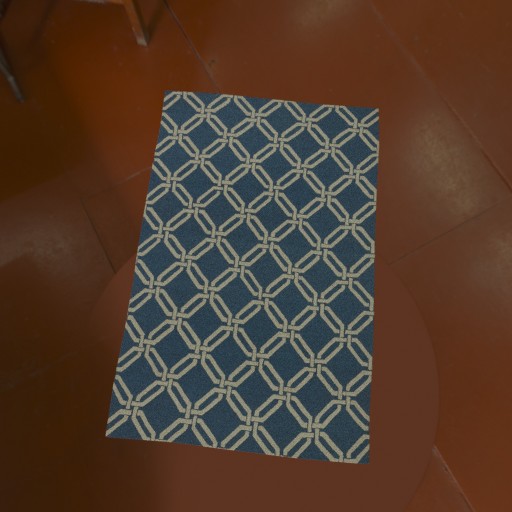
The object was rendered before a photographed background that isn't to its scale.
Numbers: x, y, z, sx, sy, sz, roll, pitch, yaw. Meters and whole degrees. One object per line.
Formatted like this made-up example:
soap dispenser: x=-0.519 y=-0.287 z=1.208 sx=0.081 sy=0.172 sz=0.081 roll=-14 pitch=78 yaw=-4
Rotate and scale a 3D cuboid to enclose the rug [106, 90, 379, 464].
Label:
rug: x=0.000 y=0.000 z=2.136 sx=1.153 sy=0.010 sz=1.755 roll=5 pitch=75 yaw=1
